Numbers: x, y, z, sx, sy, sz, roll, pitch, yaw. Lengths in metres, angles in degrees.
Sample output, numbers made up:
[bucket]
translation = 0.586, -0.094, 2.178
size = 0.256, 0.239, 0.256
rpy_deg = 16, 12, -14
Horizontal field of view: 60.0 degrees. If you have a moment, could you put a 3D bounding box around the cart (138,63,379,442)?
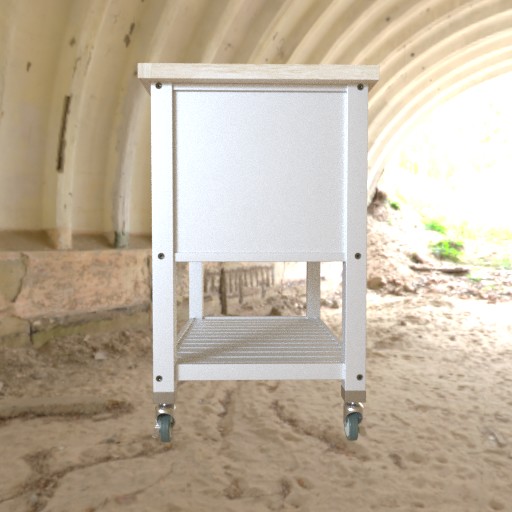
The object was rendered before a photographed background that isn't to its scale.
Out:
[cart]
translation = 0.000, 0.000, 1.420
size = 0.559, 0.914, 0.762
rpy_deg = 0, 2, -1
